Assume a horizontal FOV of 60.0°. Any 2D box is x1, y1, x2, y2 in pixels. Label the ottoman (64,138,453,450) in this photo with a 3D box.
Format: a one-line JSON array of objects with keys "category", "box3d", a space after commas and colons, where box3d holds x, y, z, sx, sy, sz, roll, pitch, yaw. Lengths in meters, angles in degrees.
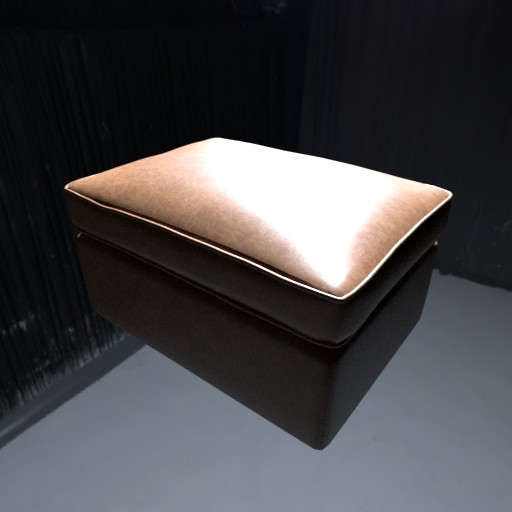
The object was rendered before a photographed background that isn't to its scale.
[{"category": "ottoman", "box3d": [0.000, 0.000, 1.115, 0.756, 0.468, 0.554, 21, 36, 32]}]
